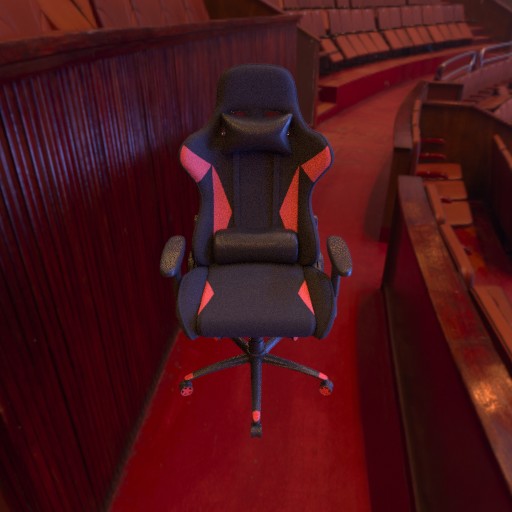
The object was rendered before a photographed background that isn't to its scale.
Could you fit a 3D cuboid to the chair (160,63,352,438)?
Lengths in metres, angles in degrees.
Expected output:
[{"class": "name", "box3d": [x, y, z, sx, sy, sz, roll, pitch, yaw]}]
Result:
[{"class": "chair", "box3d": [0.000, 0.000, 1.726, 0.695, 1.326, 0.658, 0, 30, 0]}]
